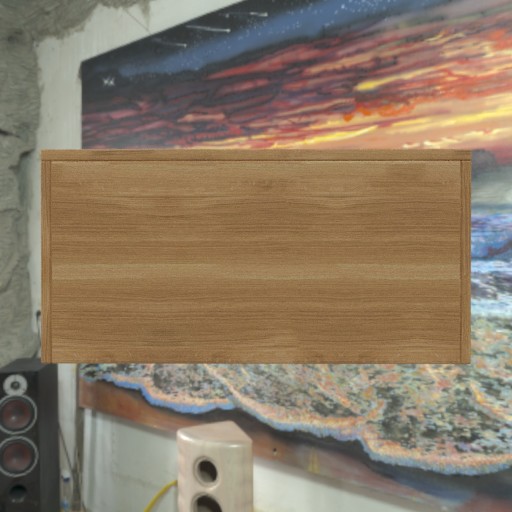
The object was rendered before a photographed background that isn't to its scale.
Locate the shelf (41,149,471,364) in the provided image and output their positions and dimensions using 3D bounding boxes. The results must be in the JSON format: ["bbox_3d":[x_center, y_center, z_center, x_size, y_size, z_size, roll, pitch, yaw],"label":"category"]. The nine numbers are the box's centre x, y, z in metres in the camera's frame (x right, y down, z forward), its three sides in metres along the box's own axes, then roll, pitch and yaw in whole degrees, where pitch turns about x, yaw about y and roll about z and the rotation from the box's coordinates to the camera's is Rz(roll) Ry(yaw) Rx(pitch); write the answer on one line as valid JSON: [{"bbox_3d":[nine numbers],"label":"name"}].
[{"bbox_3d":[0.000,0.000,1.023,0.800,0.400,0.400,0,0,0],"label":"shelf"}]
